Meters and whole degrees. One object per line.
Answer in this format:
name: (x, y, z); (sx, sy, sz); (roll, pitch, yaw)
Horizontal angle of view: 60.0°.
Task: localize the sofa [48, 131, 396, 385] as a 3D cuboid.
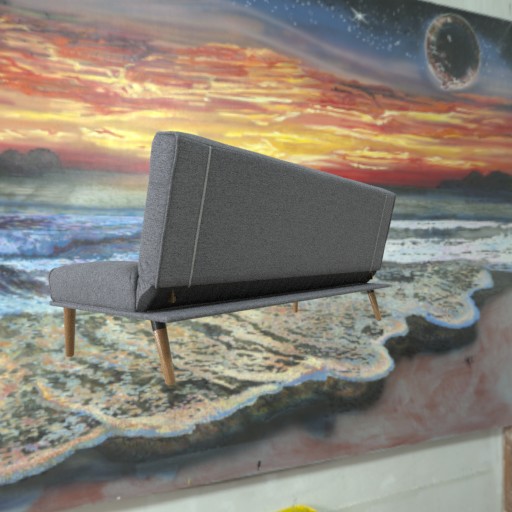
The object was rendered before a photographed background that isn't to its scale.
sofa: (0.000, 0.000, 2.314); (0.810, 0.830, 1.820); (0, 1, 38)
